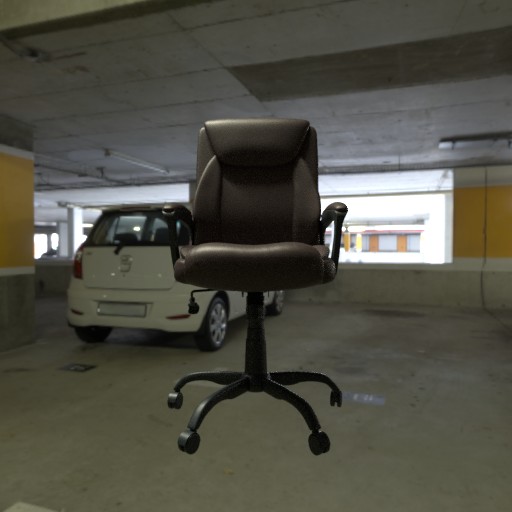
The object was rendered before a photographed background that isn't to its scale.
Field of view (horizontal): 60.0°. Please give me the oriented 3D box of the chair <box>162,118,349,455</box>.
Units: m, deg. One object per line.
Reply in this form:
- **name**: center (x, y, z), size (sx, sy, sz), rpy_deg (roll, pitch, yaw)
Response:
- **chair**: center (0.000, 0.000, 1.491), size (0.615, 1.072, 0.655), rpy_deg (0, 1, 1)
